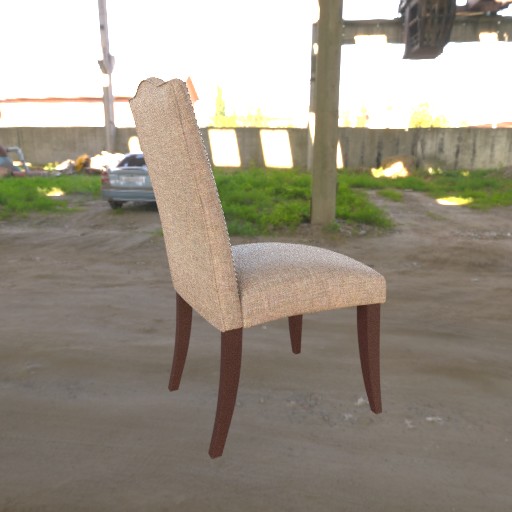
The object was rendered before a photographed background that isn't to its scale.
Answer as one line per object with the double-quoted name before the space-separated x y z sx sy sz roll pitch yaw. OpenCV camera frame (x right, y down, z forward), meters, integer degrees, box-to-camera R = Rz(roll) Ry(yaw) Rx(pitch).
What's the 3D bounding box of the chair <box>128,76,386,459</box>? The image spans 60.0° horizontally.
"chair" 0.000 0.000 1.399 0.660 1.016 0.513 -7 15 -26
